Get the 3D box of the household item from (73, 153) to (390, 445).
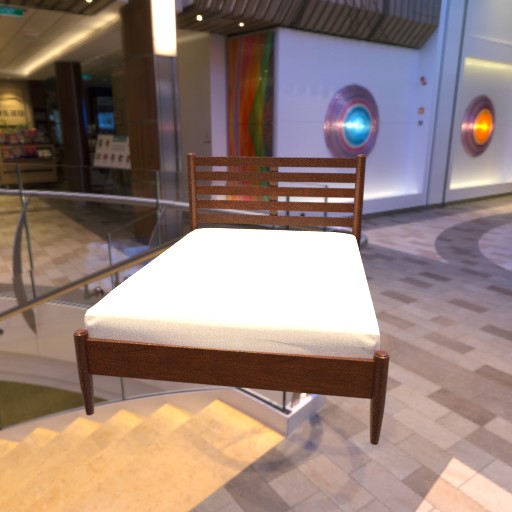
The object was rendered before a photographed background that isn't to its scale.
[{"bbox_3d":[0.000,0.000,3.258,1.663,1.356,2.232,2,16,9],"label":"household item"}]
